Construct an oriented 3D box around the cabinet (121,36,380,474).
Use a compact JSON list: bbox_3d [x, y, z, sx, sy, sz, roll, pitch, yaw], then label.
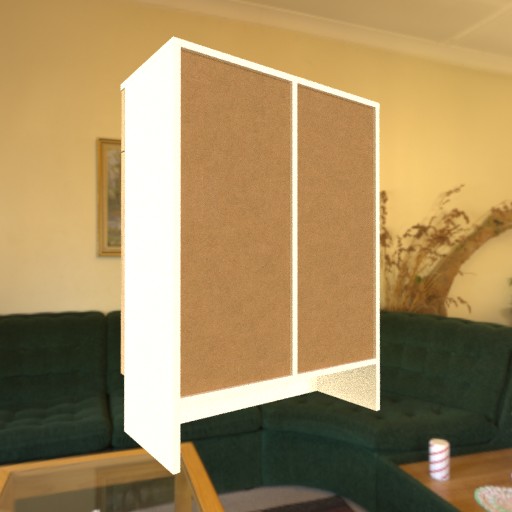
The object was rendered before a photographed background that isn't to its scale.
[{"bbox_3d":[0.000,0.000,1.121,0.600,0.815,0.296,0,0,-36],"label":"cabinet"}]
